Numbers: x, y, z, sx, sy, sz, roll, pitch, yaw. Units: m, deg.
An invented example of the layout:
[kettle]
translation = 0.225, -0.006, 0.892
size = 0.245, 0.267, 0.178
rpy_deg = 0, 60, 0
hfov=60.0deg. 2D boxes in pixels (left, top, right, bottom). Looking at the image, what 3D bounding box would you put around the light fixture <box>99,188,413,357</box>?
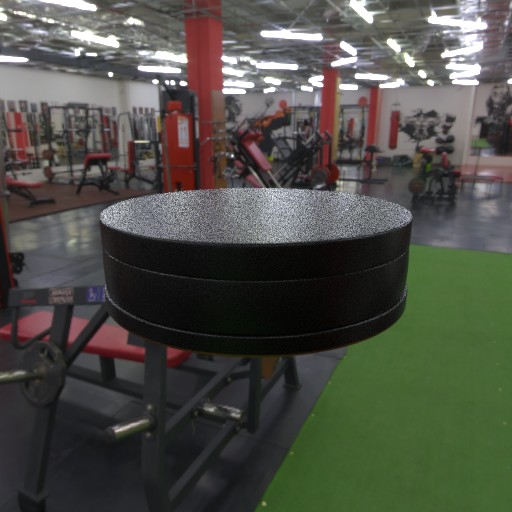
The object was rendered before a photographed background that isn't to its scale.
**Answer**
[light fixture]
translation = 0.000, 0.000, 0.431
size = 0.283, 0.097, 0.283
rpy_deg = 0, 16, 0
